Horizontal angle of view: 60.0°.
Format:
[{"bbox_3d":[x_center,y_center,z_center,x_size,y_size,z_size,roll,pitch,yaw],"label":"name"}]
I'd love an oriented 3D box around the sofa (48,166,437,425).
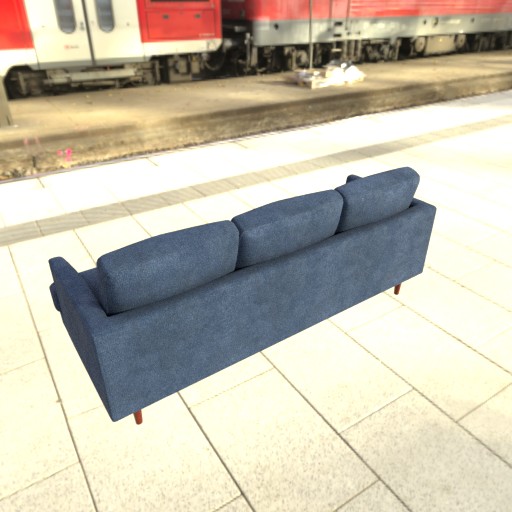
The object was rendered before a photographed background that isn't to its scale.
[{"bbox_3d":[0.000,0.000,2.718,2.246,0.930,0.903,-19,36,-29],"label":"sofa"}]
